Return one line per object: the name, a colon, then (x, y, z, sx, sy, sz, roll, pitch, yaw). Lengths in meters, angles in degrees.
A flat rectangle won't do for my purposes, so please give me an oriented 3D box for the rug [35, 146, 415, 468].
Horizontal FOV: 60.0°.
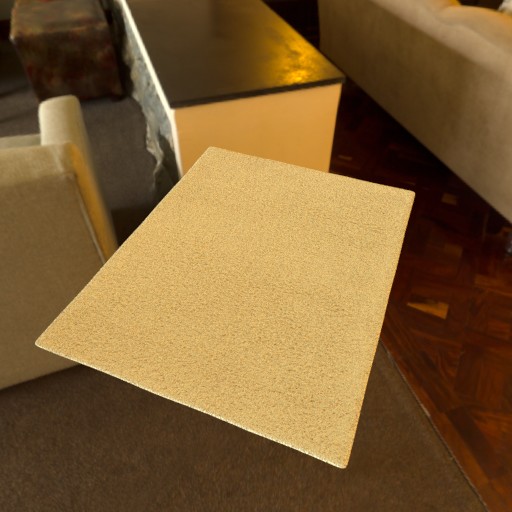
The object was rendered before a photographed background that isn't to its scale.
rug: (0.000, 0.000, 4.062, 2.438, 0.029, 3.047, 16, 47, 15)
